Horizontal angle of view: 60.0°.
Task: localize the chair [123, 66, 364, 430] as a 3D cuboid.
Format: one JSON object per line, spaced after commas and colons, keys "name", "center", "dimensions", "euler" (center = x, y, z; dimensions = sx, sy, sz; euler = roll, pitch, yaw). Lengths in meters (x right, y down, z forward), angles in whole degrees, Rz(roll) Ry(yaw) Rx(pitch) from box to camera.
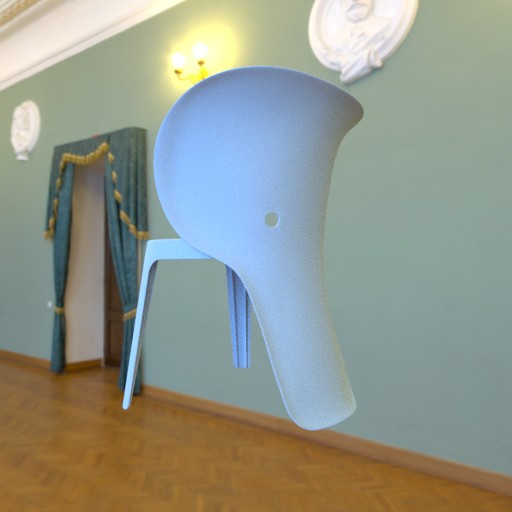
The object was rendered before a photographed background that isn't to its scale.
{"name": "chair", "center": [0.000, 0.000, 0.865], "dimensions": [0.402, 0.554, 0.451], "euler": [0, -1, 35]}
